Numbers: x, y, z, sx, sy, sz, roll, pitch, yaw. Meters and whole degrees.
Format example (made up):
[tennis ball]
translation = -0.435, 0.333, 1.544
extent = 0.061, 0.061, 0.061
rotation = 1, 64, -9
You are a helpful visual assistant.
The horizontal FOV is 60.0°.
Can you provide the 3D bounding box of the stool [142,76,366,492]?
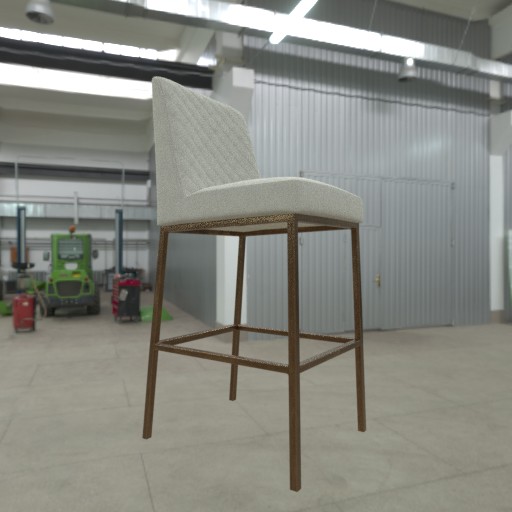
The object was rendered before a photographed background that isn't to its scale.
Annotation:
[stool]
translation = 0.000, 0.000, 1.347
extent = 0.546, 1.084, 0.462
rotation = 0, 0, 35
